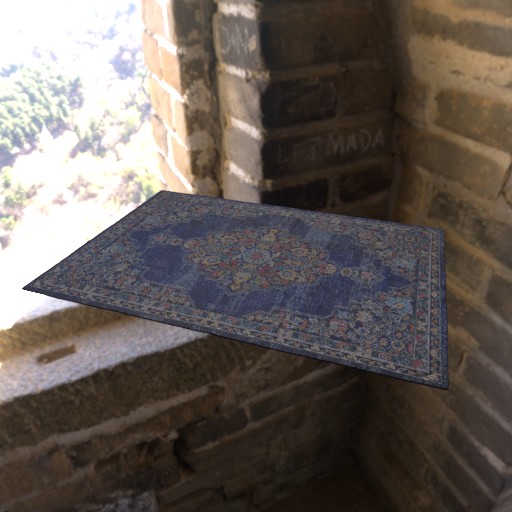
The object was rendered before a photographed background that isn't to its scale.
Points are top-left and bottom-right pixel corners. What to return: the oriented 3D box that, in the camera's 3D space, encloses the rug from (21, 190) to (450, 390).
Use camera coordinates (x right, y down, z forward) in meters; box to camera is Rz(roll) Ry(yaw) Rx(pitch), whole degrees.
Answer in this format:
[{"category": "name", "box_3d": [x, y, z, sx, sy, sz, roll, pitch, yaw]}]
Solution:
[{"category": "rug", "box_3d": [0.000, 0.000, 3.644, 2.940, 0.011, 2.053, 10, 32, 17]}]
